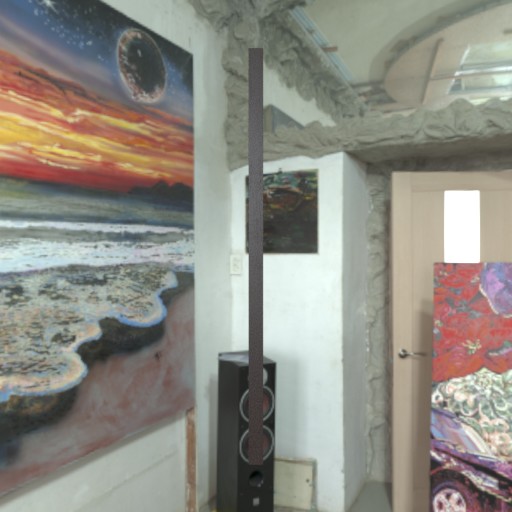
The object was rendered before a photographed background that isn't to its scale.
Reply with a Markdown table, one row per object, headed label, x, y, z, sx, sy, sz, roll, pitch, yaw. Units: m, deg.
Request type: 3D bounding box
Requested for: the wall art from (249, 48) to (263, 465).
| label | x | y | z | sx | sy | sz | roll | pitch | yaw |
| --- | --- | --- | --- | --- | --- | --- | --- | --- | --- |
| wall art | 0.000 | 0.000 | 1.616 | 0.034 | 0.952 | 1.207 | 0 | 0 | 0 |
